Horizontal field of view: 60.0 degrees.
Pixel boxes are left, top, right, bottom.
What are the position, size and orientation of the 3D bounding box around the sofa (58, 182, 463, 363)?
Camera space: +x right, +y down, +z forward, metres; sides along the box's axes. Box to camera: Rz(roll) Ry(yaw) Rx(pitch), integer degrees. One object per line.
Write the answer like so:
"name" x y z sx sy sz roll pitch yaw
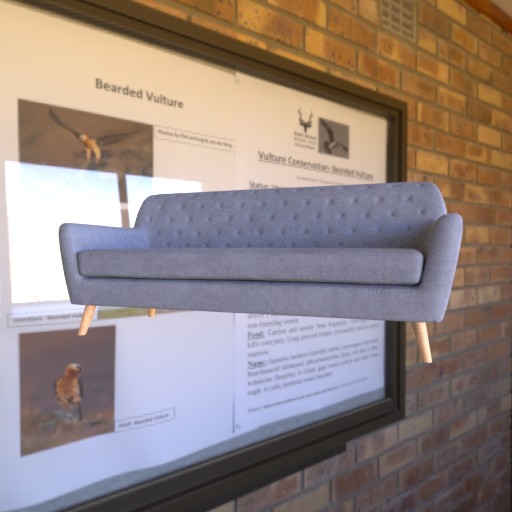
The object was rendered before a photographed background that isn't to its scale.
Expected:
"sofa" 0.000 0.000 2.392 1.970 0.830 0.830 0 1 19
